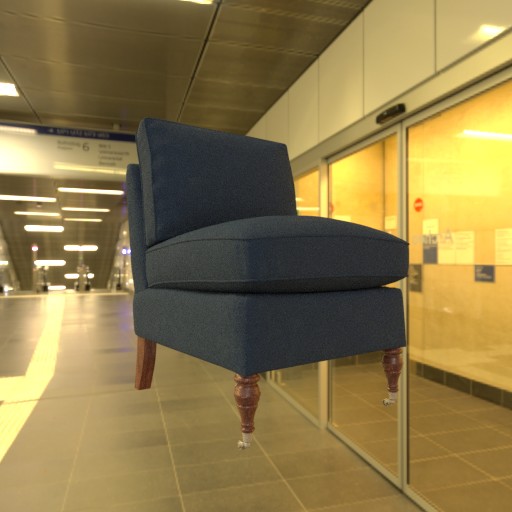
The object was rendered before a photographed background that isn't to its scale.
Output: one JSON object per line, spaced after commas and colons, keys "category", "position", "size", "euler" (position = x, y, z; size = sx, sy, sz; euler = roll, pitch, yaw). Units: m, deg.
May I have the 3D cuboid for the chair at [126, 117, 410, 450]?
{"category": "chair", "position": [0.000, 0.000, 1.669], "size": [0.724, 1.052, 0.912], "euler": [0, -1, -36]}
